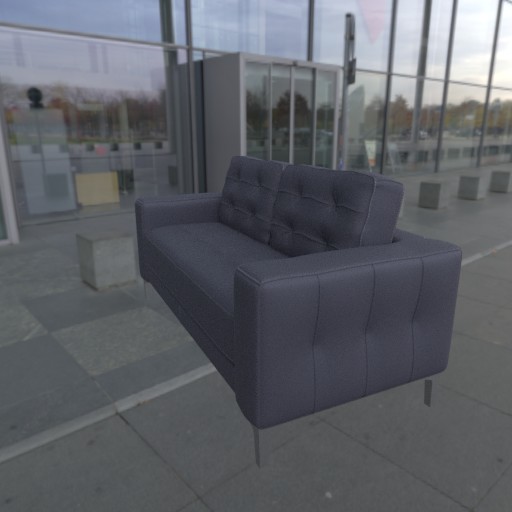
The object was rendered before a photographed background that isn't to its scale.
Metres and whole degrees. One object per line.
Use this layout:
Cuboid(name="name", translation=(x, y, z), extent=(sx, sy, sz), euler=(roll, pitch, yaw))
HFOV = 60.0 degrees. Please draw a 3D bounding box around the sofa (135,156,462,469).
Cuboid(name="sofa", translation=(0.000, 0.000, 2.165), extent=(0.833, 0.893, 1.726), euler=(-8, 18, -25))
